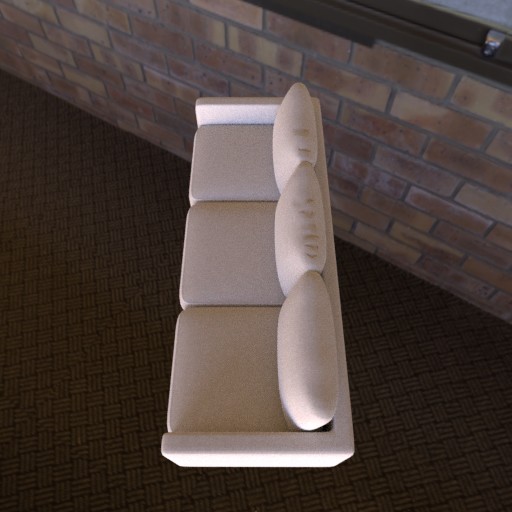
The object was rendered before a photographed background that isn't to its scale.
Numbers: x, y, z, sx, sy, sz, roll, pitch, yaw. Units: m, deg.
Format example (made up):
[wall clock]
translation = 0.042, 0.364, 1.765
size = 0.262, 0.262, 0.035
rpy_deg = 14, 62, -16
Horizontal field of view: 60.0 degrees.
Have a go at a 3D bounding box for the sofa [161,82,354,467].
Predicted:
[sofa]
translation = 0.000, 0.000, 2.626
size = 0.859, 0.874, 2.218
rpy_deg = 0, 60, 0
